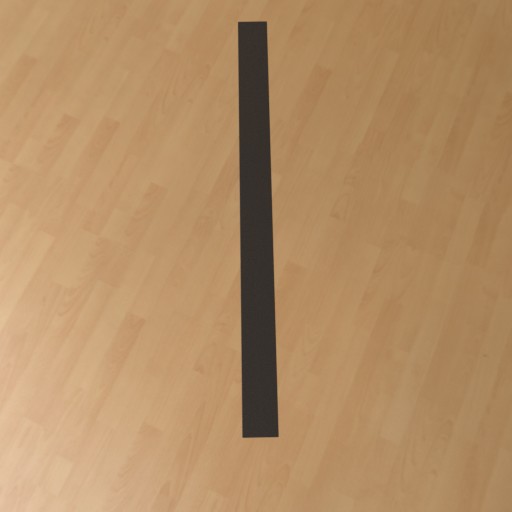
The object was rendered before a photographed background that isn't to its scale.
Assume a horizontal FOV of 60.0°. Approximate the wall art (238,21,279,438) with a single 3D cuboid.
[{"bbox_3d":[0.000,0.000,0.764,0.038,0.507,0.507,-1,77,0],"label":"wall art"}]
